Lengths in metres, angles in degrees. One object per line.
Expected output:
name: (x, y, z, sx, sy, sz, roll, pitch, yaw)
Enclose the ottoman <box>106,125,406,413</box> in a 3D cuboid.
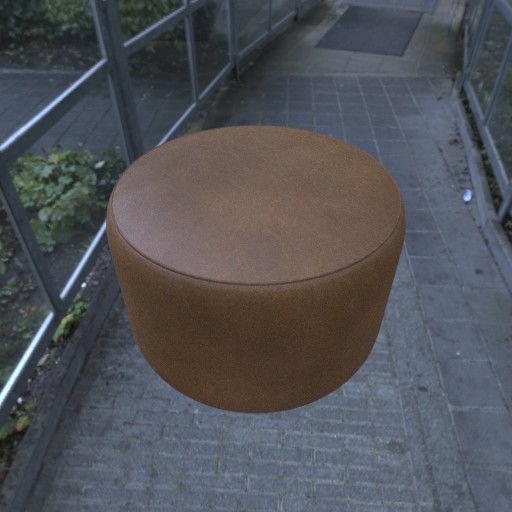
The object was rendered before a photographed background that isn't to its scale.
ottoman: (0.000, 0.000, 1.014, 0.607, 0.438, 0.607, 0, 41, 0)
